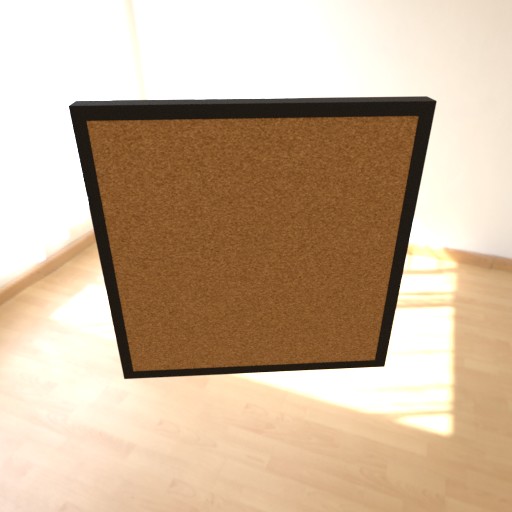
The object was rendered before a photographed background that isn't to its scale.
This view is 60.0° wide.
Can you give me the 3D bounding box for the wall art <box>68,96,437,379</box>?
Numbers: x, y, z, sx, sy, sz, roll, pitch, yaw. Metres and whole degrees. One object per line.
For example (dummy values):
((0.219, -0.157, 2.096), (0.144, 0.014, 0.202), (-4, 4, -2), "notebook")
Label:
((0.000, 0.000, 0.749), (0.506, 0.503, 0.036), (-2, 30, -3), "wall art")
